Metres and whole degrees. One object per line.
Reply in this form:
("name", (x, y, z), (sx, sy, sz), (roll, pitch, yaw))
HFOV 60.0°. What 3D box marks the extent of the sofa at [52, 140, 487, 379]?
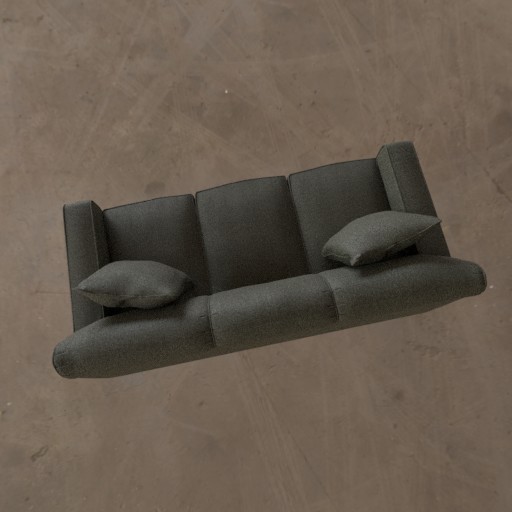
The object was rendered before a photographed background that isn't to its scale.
("sofa", (0.000, 0.000, 2.523), (2.024, 0.958, 0.997), (-11, 75, -3))
